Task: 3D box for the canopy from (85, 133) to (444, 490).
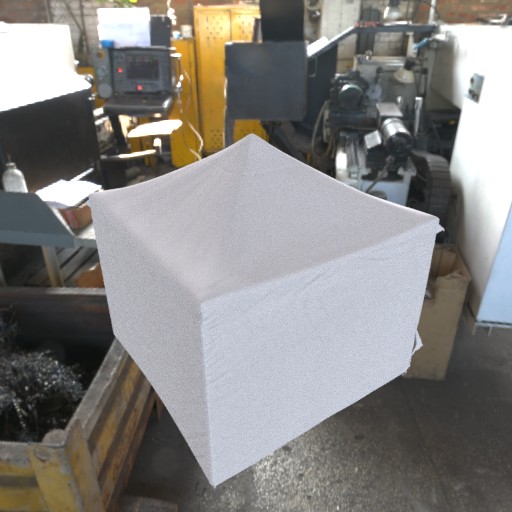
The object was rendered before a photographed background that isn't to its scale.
[{"bbox_3d":[0.000,0.000,5.454,3.121,2.997,3.043,-18,33,-30],"label":"canopy"}]
